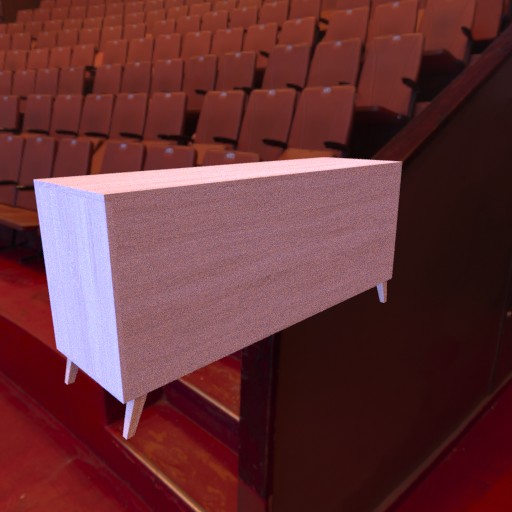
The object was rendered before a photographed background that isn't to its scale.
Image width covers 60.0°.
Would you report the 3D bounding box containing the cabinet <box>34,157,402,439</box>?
[{"bbox_3d":[0.000,0.000,2.012,0.500,0.780,1.649,15,22,43],"label":"cabinet"}]
